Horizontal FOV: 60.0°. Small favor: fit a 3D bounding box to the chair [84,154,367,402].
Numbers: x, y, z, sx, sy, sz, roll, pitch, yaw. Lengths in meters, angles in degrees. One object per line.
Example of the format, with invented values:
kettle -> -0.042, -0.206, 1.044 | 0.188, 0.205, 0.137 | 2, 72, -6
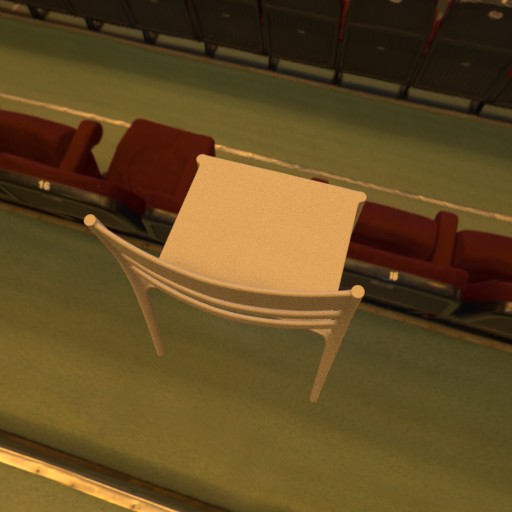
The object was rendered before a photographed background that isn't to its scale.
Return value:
chair -> 0.000, 0.000, 1.152 | 0.531, 0.800, 0.511 | 15, 64, 7
